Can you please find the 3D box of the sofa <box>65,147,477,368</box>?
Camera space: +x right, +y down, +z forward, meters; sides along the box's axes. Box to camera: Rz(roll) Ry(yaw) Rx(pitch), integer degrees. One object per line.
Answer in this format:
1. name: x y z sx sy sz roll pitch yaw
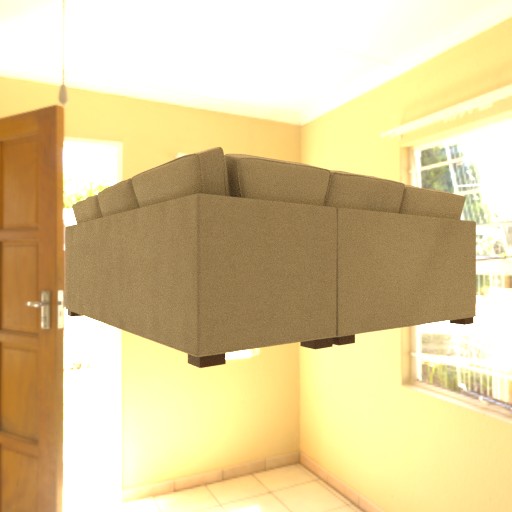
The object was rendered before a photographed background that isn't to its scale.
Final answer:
1. sofa: 0.000 0.000 3.286 2.182 0.939 2.189 0 -1 -36
